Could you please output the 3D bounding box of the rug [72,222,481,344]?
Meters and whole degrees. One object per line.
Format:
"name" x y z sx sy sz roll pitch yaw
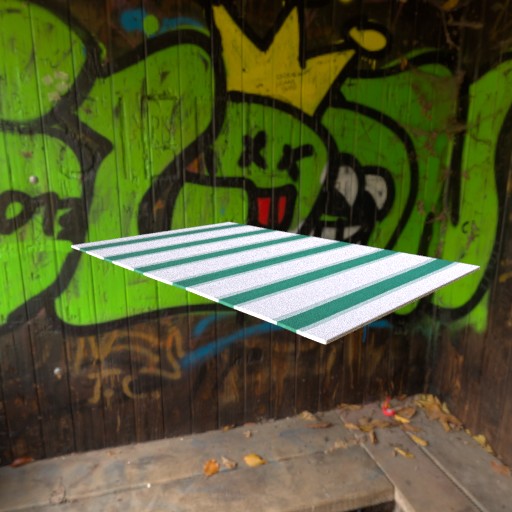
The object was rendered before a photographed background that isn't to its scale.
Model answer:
"rug" 0.000 0.000 2.335 1.210 0.012 1.829 -13 19 -43
